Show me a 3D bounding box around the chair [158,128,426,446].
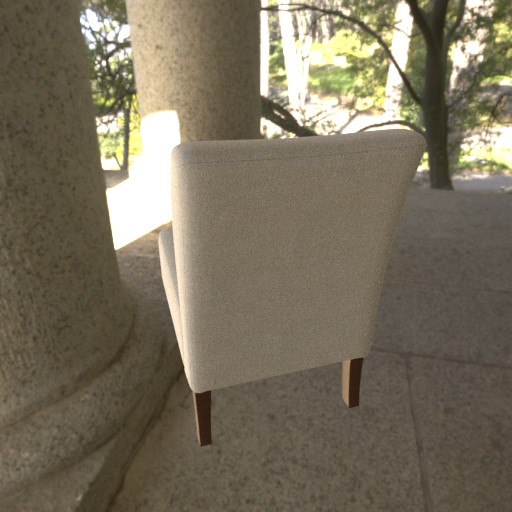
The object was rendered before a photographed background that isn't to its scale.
[{"bbox_3d":[0.000,0.000,1.326,0.521,0.833,0.754,-8,28,-15],"label":"chair"}]
